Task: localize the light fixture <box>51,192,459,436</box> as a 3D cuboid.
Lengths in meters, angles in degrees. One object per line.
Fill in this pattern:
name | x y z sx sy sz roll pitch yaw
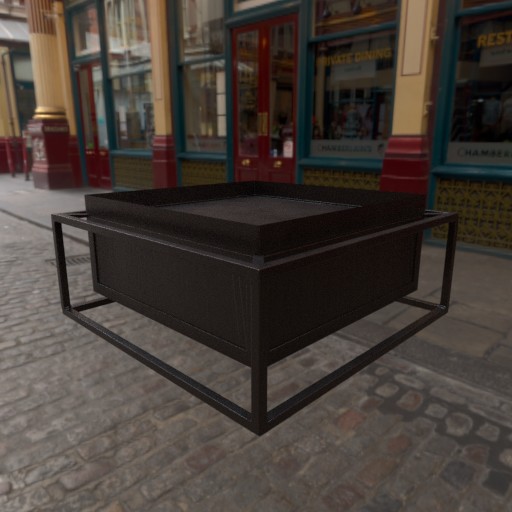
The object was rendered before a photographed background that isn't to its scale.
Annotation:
light fixture | 0.000 0.000 0.692 0.441 0.191 0.441 14 20 43
